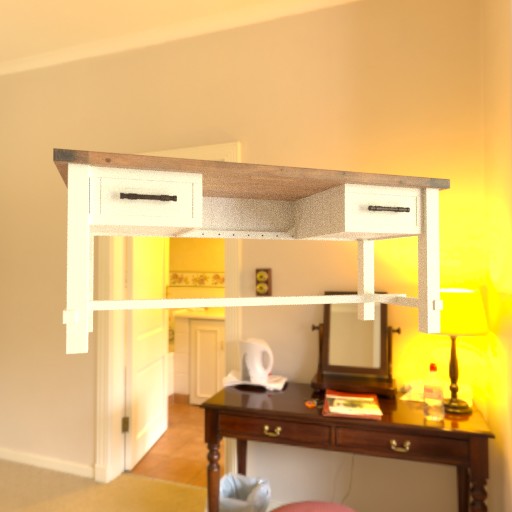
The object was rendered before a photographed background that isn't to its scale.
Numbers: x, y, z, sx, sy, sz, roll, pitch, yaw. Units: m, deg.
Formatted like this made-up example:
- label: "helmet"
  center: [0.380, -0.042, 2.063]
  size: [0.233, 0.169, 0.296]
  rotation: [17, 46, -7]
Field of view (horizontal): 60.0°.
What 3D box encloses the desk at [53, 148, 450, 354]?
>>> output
- label: "desk"
  center: [0.000, 0.000, 2.235]
  size: [1.803, 0.762, 0.688]
  rotation: [1, -2, -18]
